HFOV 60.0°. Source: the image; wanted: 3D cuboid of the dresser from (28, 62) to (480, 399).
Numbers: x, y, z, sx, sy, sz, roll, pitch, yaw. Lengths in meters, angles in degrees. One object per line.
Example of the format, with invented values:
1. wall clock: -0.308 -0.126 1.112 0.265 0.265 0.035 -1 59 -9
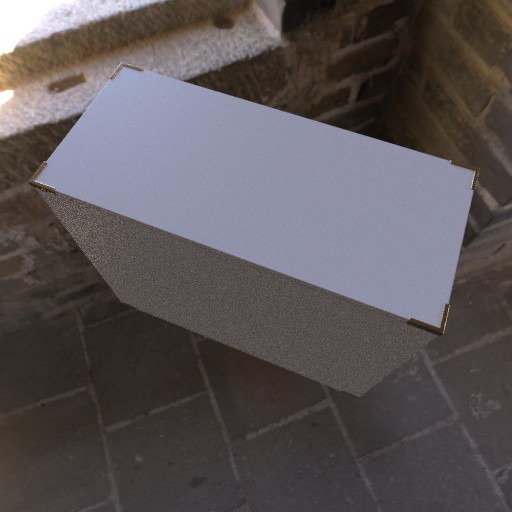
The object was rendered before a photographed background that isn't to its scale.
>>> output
1. dresser: 0.000 0.000 1.496 1.022 0.891 0.460 20 65 10
